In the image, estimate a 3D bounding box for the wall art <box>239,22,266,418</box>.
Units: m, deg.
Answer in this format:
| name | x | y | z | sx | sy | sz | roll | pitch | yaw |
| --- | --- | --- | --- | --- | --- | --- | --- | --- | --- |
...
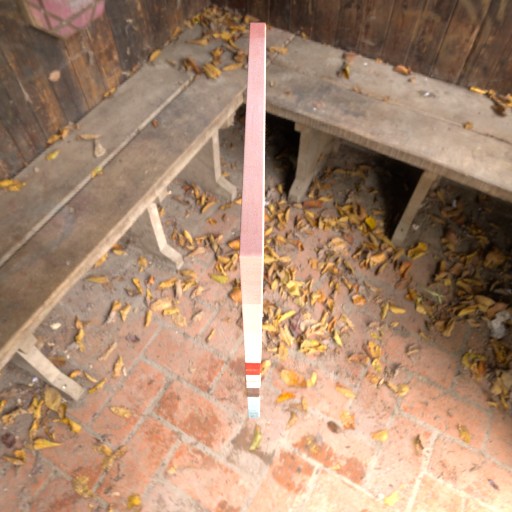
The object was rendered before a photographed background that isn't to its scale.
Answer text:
| name | x | y | z | sx | sy | sz | roll | pitch | yaw |
| --- | --- | --- | --- | --- | --- | --- | --- | --- | --- |
| wall art | 0.000 | 0.000 | 1.174 | 0.038 | 0.914 | 0.610 | 1 | 56 | 1 |
